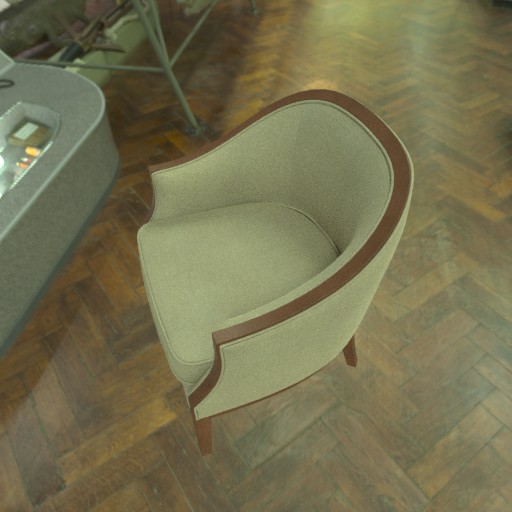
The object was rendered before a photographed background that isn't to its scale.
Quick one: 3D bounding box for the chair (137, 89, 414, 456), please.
[{"bbox_3d":[0.000,0.000,1.455,0.735,0.876,0.803,-15,48,-15],"label":"chair"}]
